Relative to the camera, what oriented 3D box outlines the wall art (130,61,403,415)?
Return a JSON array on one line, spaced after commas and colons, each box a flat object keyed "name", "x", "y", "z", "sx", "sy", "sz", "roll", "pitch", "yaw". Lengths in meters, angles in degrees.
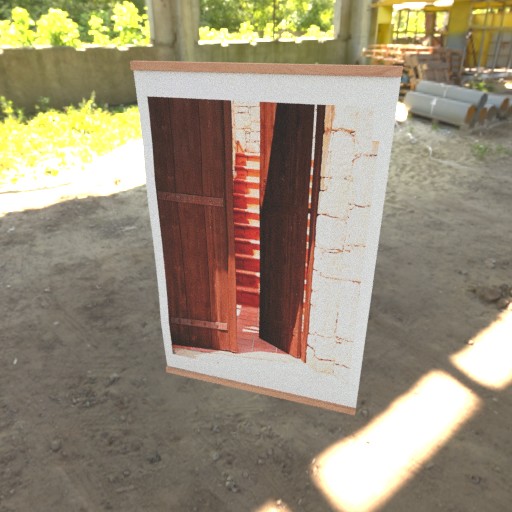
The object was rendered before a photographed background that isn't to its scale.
[{"name": "wall art", "x": 0.000, "y": 0.000, "z": 0.637, "sx": 0.332, "sy": 0.508, "sz": 0.012, "roll": 8, "pitch": 28, "yaw": 16}]
